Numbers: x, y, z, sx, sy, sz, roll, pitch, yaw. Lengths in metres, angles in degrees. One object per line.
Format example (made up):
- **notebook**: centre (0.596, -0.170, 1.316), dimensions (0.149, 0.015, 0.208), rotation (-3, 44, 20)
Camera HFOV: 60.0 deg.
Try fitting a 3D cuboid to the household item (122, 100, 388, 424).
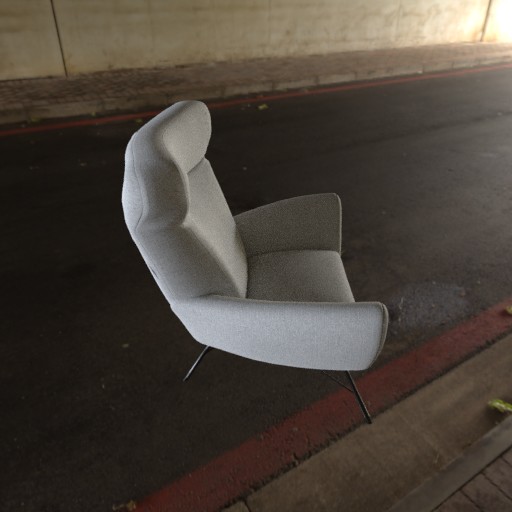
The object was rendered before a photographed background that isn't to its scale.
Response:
- **household item**: centre (0.000, 0.000, 1.784), dimensions (0.900, 1.050, 0.980), rotation (0, 31, 0)
